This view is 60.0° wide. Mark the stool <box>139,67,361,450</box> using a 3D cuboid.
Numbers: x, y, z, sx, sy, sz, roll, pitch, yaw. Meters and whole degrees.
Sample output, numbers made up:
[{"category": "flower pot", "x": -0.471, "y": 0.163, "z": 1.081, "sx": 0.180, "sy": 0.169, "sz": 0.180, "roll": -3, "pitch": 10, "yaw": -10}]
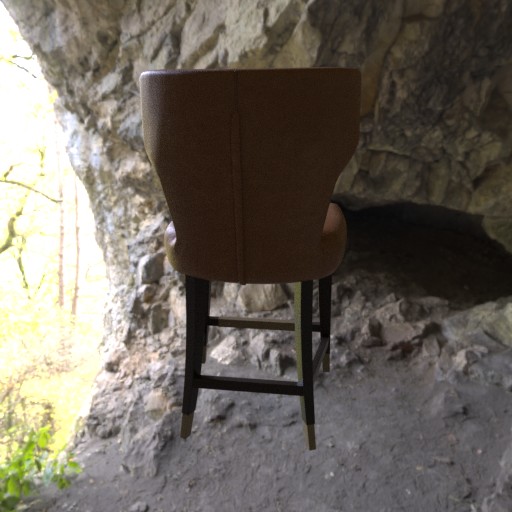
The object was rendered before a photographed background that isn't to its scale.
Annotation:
[{"category": "stool", "x": 0.000, "y": 0.000, "z": 1.296, "sx": 0.526, "sy": 0.982, "sz": 0.563, "roll": 2, "pitch": 17, "yaw": 7}]
